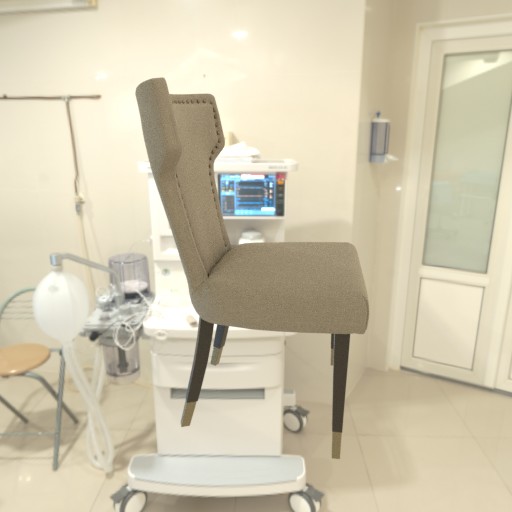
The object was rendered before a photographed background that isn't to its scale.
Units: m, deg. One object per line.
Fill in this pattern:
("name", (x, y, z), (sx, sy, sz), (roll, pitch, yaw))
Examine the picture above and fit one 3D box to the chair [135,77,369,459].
("chair", (0.000, 0.000, 1.328), (0.630, 0.955, 0.526), (2, 16, 8))
